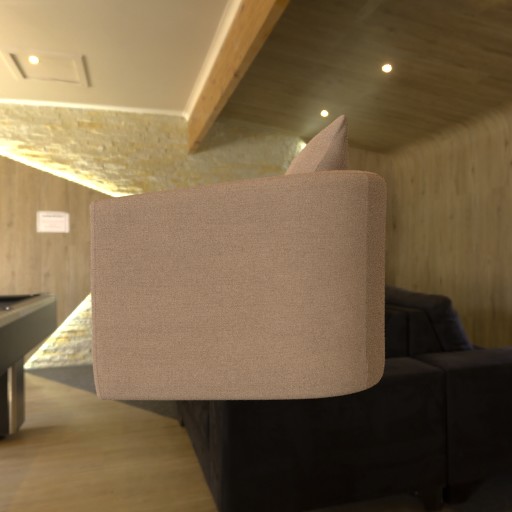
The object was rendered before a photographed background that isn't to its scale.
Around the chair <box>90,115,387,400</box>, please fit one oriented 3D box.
[{"bbox_3d":[0.000,0.000,1.604,0.910,0.848,0.845,0,-1,-1],"label":"chair"}]
